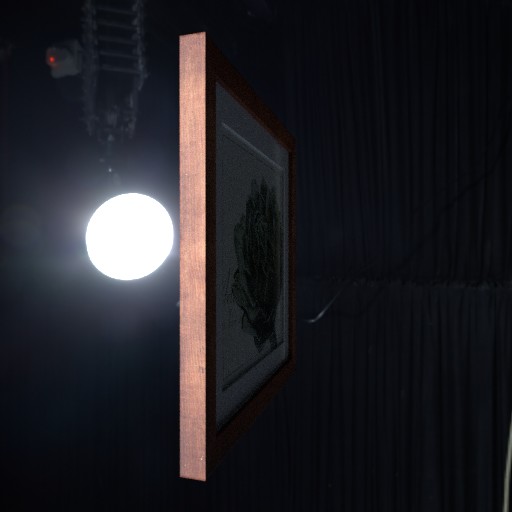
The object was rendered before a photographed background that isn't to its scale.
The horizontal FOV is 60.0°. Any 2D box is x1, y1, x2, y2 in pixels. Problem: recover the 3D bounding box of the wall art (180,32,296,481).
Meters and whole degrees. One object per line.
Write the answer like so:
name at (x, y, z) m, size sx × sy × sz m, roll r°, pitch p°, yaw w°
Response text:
wall art at (0.000, 0.000, 0.834) m, size 0.037 × 0.572 × 0.554 m, roll 0°, pitch 0°, yaw 17°
